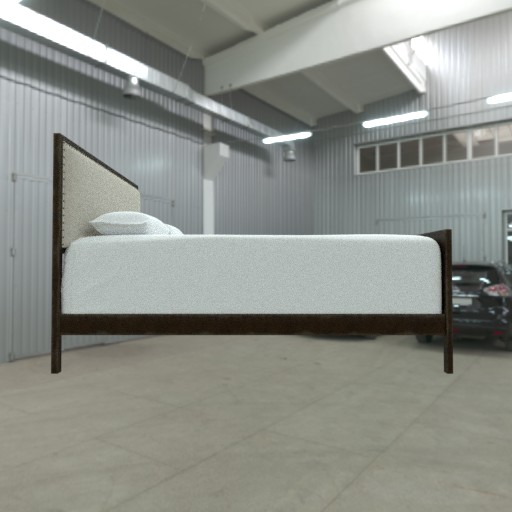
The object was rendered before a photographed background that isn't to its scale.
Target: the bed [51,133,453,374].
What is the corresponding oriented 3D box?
[{"bbox_3d":[0.000,0.000,3.216,2.221,1.313,1.607,0,-1,0],"label":"bed"}]
